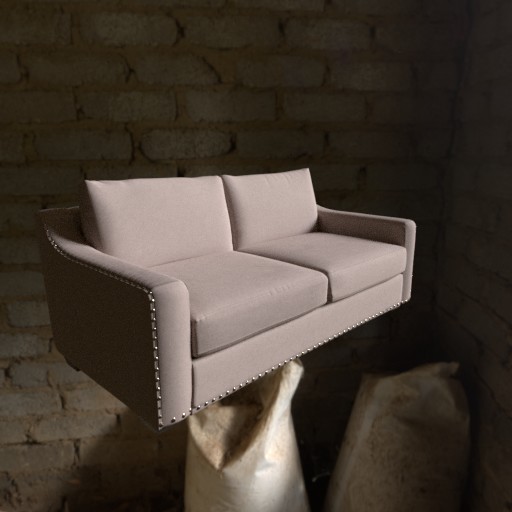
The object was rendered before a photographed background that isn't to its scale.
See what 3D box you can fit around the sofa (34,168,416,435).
[{"bbox_3d":[0.000,0.000,2.494,1.030,0.901,1.967,13,19,43],"label":"sofa"}]
